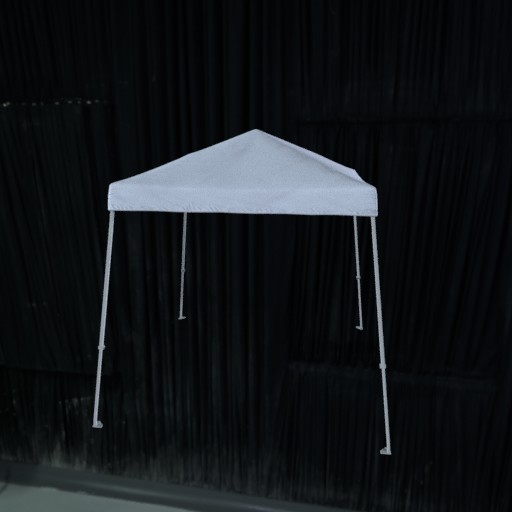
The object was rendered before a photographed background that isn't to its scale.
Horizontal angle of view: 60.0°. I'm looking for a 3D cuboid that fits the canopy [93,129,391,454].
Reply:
[{"bbox_3d":[0.000,0.000,6.545,3.599,3.600,3.600,2,15,8],"label":"canopy"}]
